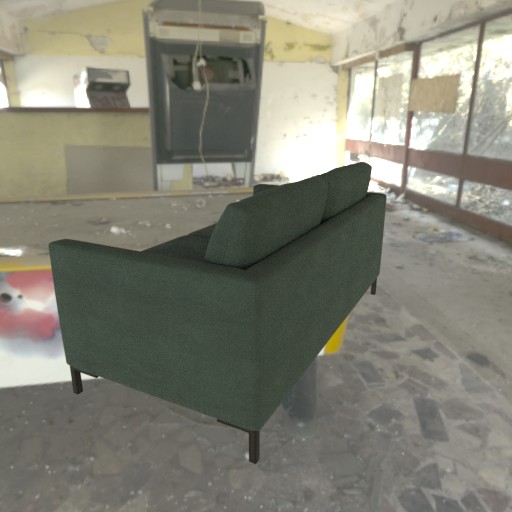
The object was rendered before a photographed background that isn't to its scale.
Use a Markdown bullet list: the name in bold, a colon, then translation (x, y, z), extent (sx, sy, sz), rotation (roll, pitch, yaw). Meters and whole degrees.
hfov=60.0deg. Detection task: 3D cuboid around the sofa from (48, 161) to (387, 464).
- **sofa**: translation (0.000, 0.000, 2.149), extent (0.875, 0.817, 1.676), rotation (9, 19, 26)
